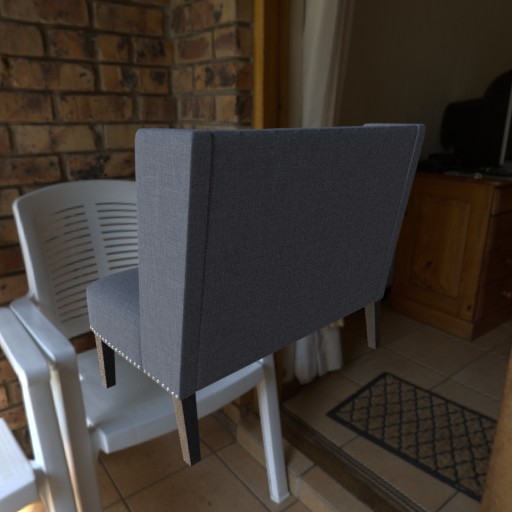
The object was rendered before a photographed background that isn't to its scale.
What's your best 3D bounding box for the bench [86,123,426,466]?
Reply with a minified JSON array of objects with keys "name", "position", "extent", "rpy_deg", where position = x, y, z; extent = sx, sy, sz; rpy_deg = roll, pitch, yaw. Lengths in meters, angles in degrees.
[{"name":"bench","position":[0.000,0.000,1.974],"extent":[1.276,1.121,0.842],"rpy_deg":[-16,24,-41]}]
